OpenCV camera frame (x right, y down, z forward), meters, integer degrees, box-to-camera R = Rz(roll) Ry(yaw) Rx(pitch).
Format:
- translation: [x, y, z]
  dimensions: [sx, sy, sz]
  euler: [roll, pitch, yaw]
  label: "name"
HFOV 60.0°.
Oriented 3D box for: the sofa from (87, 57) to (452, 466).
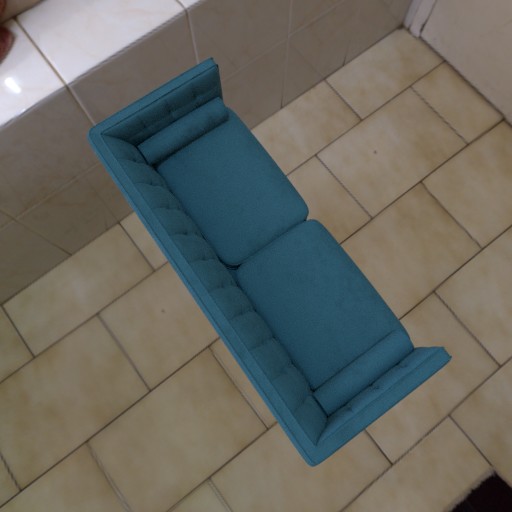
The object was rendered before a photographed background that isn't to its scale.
- translation: [0.000, 0.000, 2.614]
  dimensions: [0.867, 0.789, 2.087]
  euler: [-34, 78, -8]
  label: "sofa"
